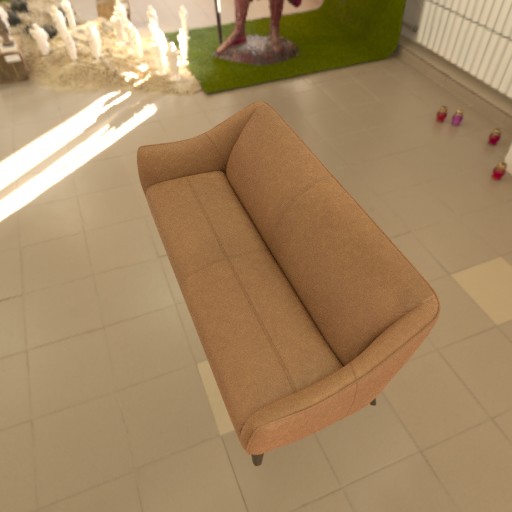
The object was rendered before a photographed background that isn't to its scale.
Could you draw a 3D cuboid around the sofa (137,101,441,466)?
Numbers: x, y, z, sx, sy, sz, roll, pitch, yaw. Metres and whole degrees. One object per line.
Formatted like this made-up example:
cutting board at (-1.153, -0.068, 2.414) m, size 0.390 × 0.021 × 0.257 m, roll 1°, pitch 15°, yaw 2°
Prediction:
sofa at (0.000, 0.000, 2.401) m, size 0.869 × 0.830 × 1.928 m, roll -17°, pitch 49°, yaw -15°
